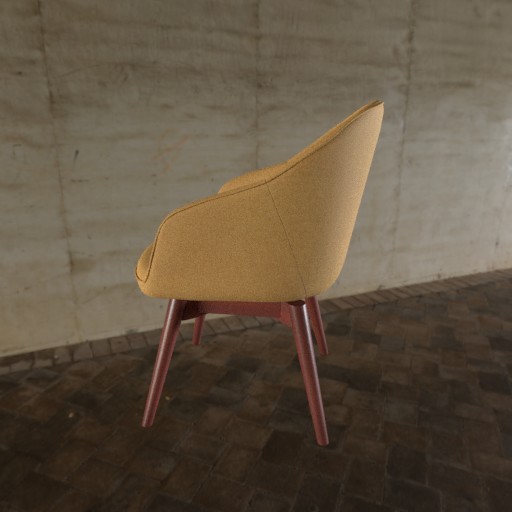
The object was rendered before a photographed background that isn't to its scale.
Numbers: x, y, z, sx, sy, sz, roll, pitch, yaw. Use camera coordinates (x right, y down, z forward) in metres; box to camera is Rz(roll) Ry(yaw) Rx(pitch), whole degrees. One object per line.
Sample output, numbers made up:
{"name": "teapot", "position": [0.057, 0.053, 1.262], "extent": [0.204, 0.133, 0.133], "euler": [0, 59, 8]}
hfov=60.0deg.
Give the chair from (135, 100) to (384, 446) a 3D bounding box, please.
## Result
{"name": "chair", "position": [0.000, 0.000, 1.251], "extent": [0.635, 0.823, 0.596], "euler": [2, 16, 8]}
